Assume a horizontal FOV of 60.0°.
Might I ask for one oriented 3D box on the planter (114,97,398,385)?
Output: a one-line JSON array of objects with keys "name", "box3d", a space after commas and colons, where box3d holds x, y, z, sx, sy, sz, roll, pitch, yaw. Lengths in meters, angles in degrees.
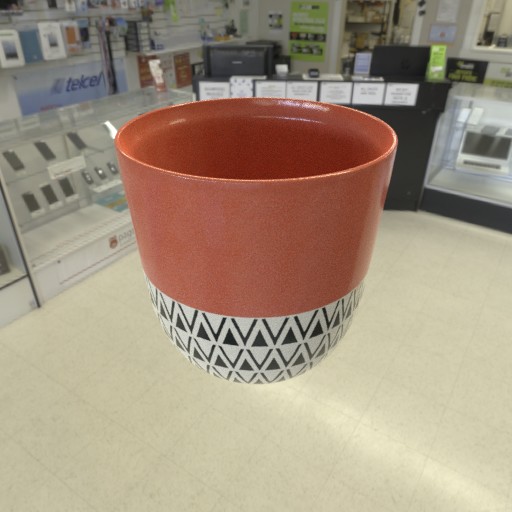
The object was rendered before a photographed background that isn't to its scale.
[{"name": "planter", "box3d": [0.000, 0.000, 0.371, 0.195, 0.214, 0.195, 0, 32, 0]}]
